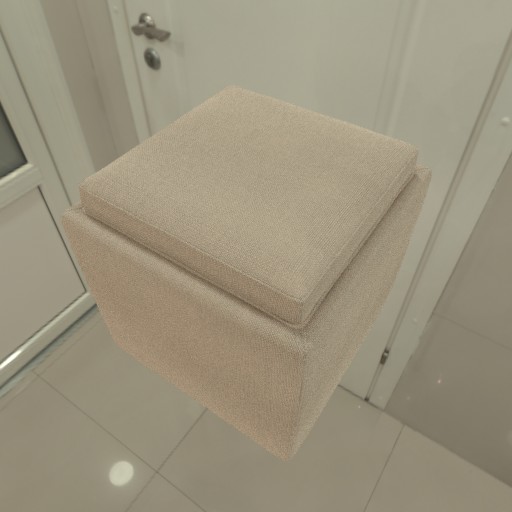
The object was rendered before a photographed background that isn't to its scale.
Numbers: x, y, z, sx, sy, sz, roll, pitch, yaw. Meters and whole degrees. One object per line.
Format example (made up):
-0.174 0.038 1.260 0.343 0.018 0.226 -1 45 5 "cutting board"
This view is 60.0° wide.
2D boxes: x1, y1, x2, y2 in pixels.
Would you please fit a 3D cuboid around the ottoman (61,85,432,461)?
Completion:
0.000 0.000 0.826 0.451 0.460 0.450 27 53 22 "ottoman"
